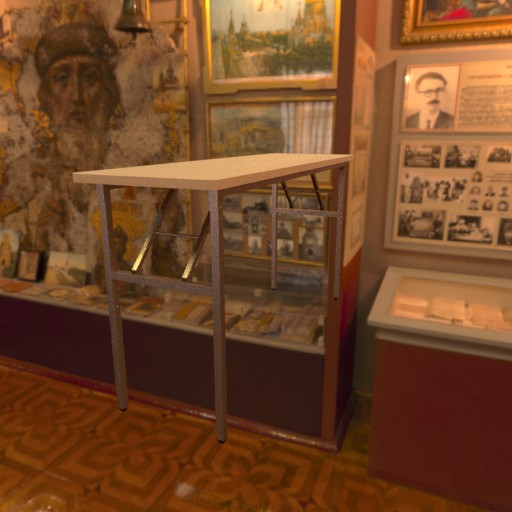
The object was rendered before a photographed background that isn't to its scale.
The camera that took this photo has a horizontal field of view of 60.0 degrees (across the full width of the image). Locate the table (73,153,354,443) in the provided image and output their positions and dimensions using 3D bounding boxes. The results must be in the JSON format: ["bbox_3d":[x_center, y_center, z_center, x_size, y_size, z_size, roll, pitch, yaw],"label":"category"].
[{"bbox_3d":[0.000,0.000,1.788,0.446,0.750,1.397,7,17,24],"label":"table"}]
